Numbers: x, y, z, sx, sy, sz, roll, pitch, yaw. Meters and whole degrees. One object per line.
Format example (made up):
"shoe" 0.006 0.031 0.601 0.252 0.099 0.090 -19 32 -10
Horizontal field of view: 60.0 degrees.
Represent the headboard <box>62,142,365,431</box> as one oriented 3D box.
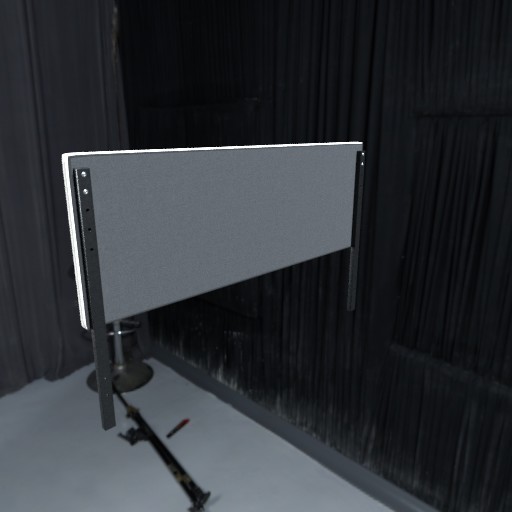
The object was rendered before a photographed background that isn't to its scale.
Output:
"headboard" 0.000 0.000 2.929 2.362 1.410 0.120 -15 22 -42
